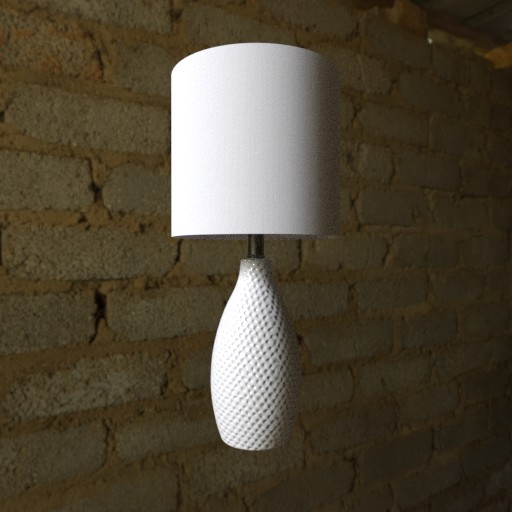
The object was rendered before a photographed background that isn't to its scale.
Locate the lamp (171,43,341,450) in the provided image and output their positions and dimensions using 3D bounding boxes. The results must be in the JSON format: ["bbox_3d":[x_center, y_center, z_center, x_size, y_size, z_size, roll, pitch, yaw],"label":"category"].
[{"bbox_3d":[0.000,0.000,0.574,0.214,0.466,0.214,0,0,18],"label":"lamp"}]
